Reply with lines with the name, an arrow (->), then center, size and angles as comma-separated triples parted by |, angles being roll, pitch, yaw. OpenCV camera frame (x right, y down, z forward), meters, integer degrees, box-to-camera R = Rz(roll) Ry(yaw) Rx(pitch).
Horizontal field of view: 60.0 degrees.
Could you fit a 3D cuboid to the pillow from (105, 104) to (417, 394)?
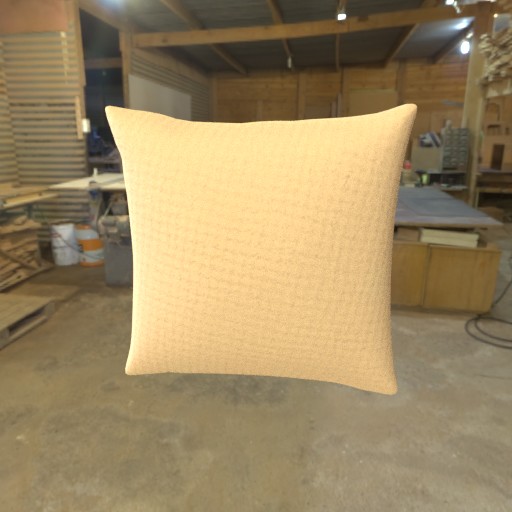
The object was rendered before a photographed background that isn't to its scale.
pillow -> 0.000, 0.000, 0.629 | 0.419, 0.407, 0.173 | 2, 15, 8
